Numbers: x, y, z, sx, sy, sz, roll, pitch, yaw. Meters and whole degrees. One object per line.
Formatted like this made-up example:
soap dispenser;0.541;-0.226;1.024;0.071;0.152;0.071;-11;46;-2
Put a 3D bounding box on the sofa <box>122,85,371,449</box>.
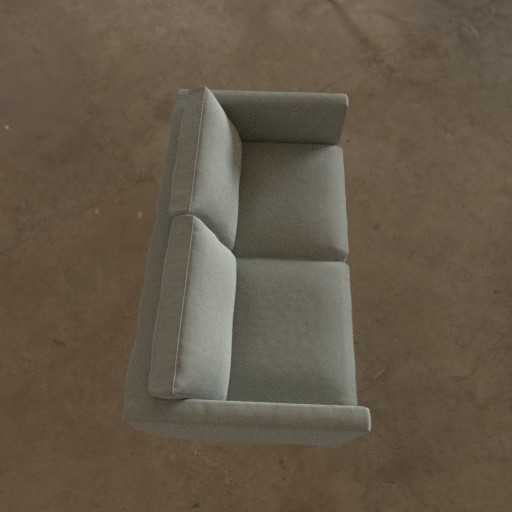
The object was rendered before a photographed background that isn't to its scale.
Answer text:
sofa;0.000;0.000;2.251;0.944;0.830;1.727;2;63;1
